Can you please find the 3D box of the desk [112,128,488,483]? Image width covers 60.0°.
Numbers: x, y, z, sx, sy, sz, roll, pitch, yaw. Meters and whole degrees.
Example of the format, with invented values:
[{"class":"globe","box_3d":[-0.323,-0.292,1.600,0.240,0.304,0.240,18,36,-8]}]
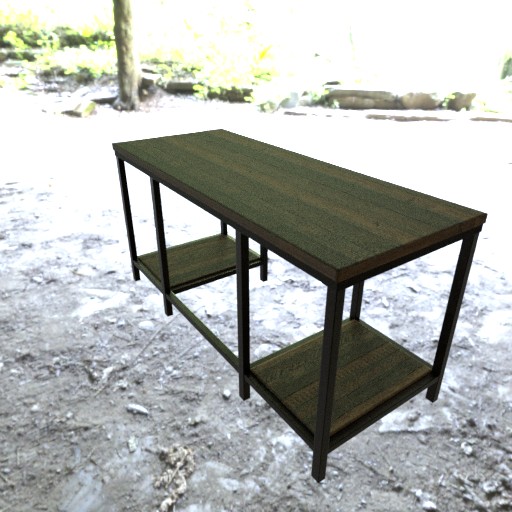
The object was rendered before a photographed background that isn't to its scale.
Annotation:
[{"class":"desk","box_3d":[0.000,0.000,1.900,0.617,0.753,1.538,-18,32,-31]}]
